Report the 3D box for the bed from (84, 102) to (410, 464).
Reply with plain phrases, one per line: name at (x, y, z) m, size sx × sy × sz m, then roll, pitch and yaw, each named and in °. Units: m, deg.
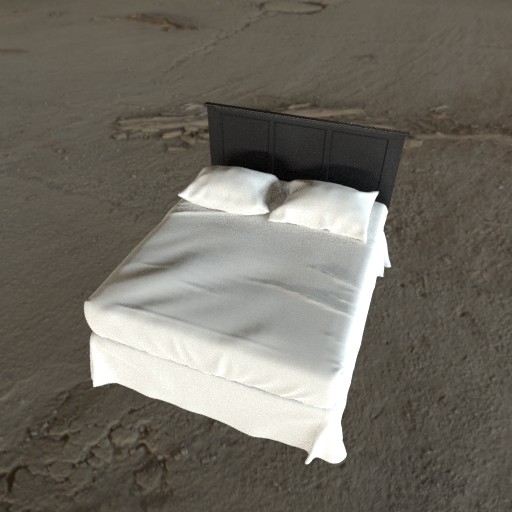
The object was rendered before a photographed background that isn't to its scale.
bed at (0.000, 0.000, 3.162) m, size 1.870 × 1.270 × 2.050 m, roll 14°, pitch 42°, yaw 16°
